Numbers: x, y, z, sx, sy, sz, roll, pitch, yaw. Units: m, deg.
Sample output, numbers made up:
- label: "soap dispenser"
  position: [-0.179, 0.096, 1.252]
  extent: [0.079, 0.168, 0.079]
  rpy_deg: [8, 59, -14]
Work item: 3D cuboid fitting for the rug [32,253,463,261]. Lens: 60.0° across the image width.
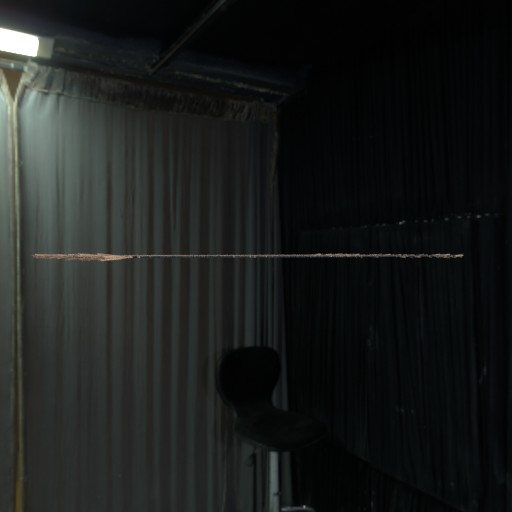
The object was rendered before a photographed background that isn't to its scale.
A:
- label: "rug"
  position: [0.000, 0.000, 2.400]
  extent: [2.021, 0.027, 1.224]
  rpy_deg: [0, 0, -36]
